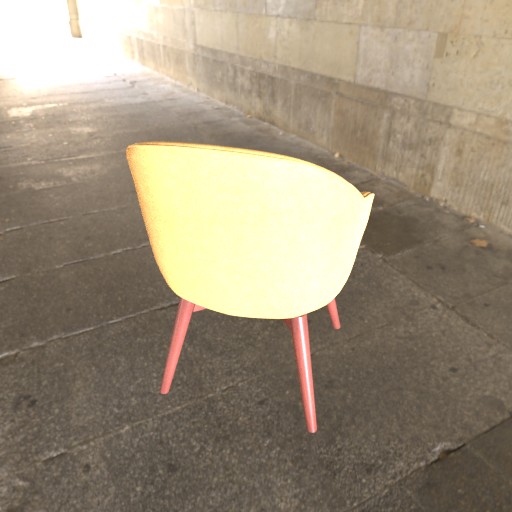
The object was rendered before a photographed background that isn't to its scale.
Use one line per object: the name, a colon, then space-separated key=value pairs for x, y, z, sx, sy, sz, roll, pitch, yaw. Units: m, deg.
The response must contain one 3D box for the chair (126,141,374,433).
chair: x=0.000 y=0.000 z=1.271 sx=0.596 sy=0.823 sz=0.635 roll=9 pitch=32 yaw=15
